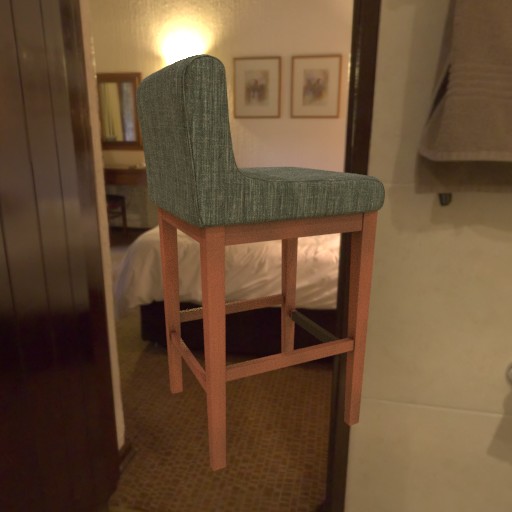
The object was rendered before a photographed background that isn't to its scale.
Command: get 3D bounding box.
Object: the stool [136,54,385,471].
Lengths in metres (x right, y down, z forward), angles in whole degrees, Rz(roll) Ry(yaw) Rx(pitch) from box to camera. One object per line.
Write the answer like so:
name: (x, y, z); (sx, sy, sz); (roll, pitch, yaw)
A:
stool: (0.000, 0.000, 1.079); (0.459, 0.835, 0.395); (-7, 17, -25)
